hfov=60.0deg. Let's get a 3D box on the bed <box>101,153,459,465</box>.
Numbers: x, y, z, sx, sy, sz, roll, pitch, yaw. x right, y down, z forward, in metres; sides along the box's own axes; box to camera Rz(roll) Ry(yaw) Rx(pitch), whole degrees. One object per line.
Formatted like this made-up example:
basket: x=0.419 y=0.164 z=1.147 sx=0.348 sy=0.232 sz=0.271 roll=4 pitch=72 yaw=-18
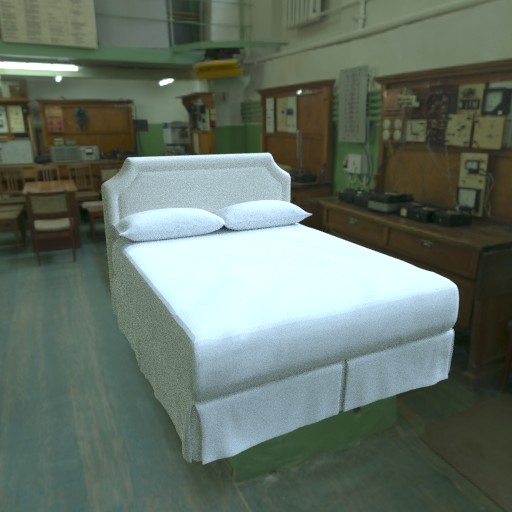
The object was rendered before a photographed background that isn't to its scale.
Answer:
bed: x=0.000 y=0.000 z=3.752 sx=2.134 sy=1.524 sz=2.548 roll=-8 pitch=19 yaw=-26
